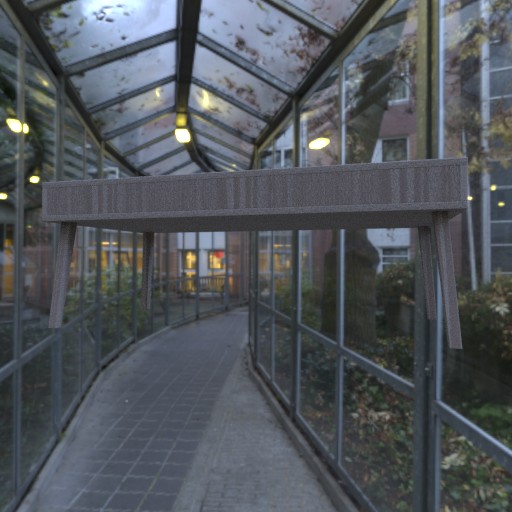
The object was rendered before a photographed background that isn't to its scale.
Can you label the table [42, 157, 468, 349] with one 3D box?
[{"bbox_3d":[0.000,0.000,1.483,1.200,0.450,0.600,0,-1,16],"label":"table"}]
